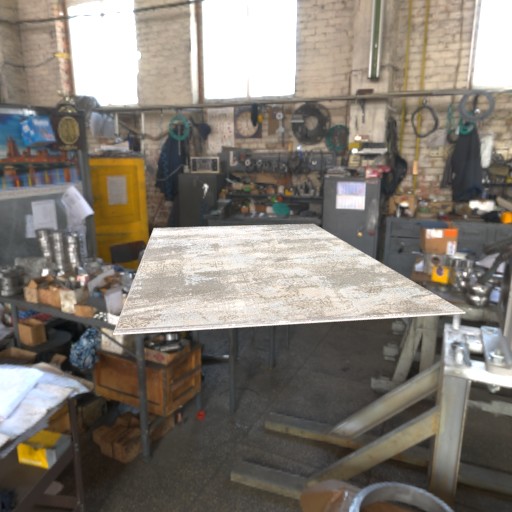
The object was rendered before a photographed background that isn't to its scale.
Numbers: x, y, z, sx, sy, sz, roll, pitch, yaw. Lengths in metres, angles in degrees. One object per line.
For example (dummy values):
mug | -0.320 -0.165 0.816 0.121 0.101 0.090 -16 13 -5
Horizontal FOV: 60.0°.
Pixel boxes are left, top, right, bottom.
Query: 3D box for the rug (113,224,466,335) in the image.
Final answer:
rug | 0.000 0.000 3.051 1.536 0.012 2.431 -2 14 -9
